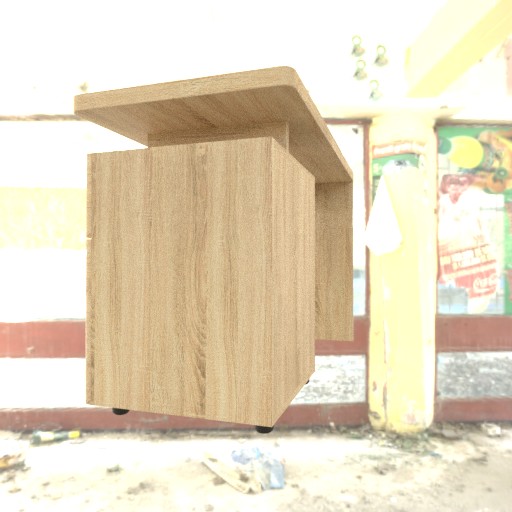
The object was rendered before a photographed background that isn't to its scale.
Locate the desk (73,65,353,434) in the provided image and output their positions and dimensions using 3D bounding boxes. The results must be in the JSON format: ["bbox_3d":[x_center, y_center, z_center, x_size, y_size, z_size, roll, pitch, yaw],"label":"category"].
[{"bbox_3d":[0.000,0.000,1.541,0.550,0.760,1.200,0,0,18],"label":"desk"}]
